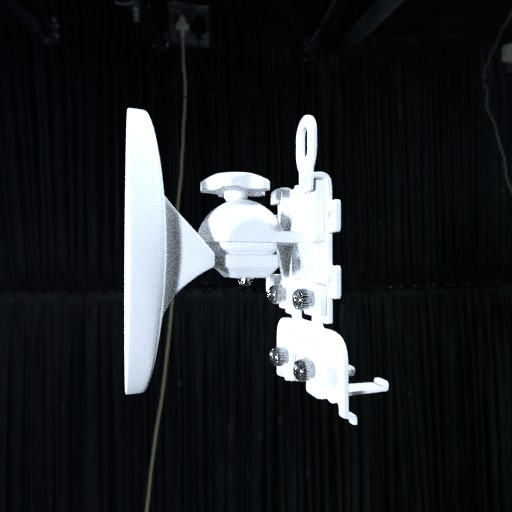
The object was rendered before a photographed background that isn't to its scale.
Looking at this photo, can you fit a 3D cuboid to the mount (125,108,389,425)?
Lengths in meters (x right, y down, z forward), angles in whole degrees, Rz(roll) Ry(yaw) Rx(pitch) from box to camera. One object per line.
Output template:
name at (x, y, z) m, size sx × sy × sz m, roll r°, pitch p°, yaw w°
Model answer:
mount at (0.000, 0.000, 0.178) m, size 0.100 × 0.118 × 0.066 m, roll 0°, pitch -1°, yaw -18°
